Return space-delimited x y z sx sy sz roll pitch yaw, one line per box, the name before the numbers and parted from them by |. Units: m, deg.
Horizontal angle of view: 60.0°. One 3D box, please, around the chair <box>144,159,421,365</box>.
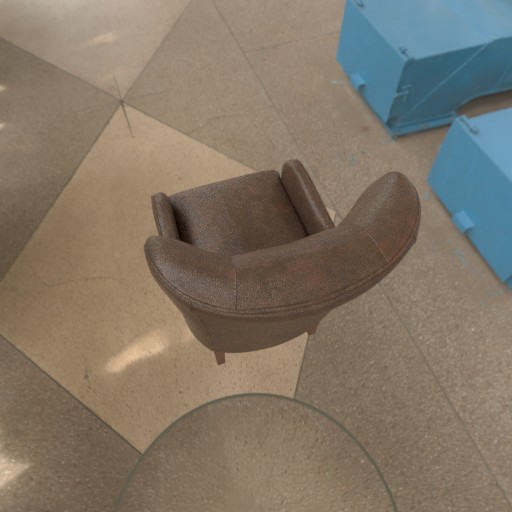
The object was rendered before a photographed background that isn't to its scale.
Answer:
chair | 0.000 0.000 1.607 0.692 1.048 0.914 -16 58 -10
